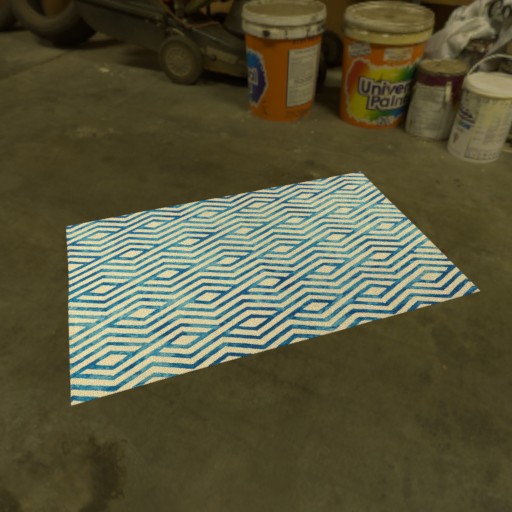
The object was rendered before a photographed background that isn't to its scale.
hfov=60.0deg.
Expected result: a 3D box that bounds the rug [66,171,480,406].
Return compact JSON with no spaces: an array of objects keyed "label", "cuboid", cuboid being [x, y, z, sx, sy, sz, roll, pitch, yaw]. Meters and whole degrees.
[{"label":"rug","cuboid":[0.000,0.000,3.019,2.439,0.008,1.531,-13,43,-14]}]
